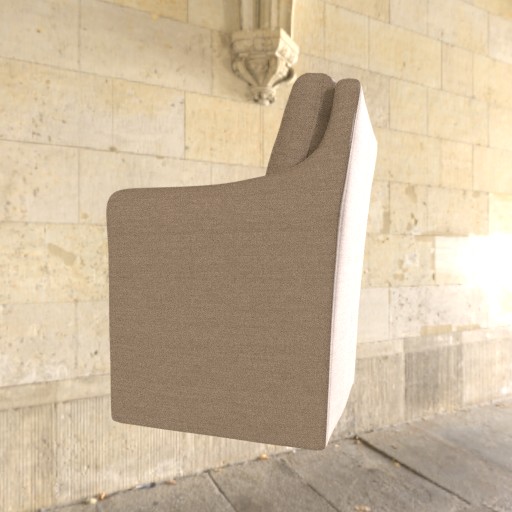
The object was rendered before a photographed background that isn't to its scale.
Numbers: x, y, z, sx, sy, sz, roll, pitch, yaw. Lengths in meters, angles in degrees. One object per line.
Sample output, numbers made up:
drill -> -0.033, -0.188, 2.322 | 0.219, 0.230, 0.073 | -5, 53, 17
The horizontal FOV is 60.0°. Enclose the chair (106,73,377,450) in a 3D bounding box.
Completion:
chair -> 0.000, 0.000, 1.376 | 0.694, 0.914, 0.626 | 0, 0, 19
